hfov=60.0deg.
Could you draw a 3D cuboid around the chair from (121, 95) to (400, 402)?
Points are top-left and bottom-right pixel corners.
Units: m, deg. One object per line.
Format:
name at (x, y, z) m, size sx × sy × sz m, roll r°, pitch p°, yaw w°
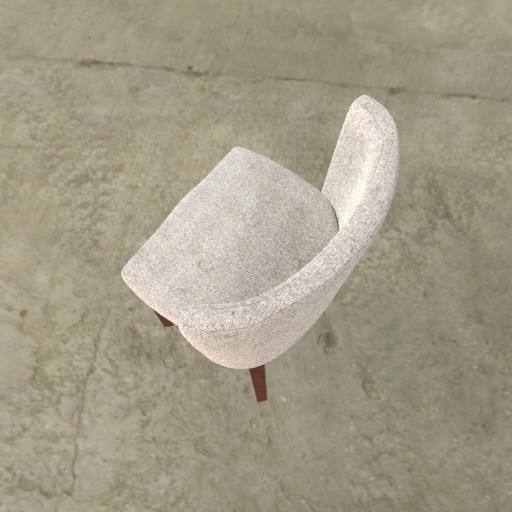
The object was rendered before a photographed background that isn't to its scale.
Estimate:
chair at (0.000, 0.000, 1.308) m, size 0.575 × 0.827 × 0.728 m, roll 31°, pitch 67°, yaw 15°
